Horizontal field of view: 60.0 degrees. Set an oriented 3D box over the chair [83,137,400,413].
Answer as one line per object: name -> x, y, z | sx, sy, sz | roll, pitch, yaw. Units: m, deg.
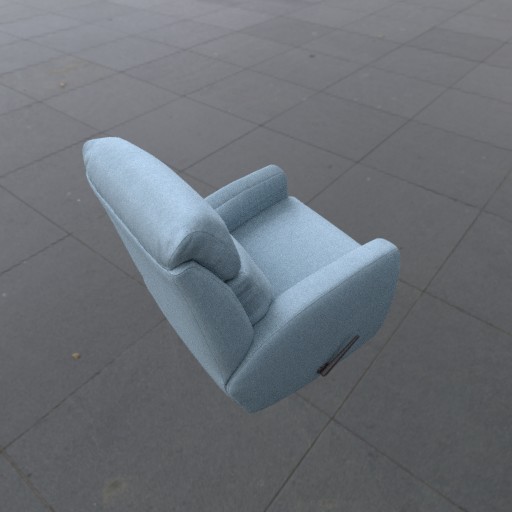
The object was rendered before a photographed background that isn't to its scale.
chair -> 0.000, 0.000, 1.703 | 0.940, 1.013, 0.812 | -26, 49, -26
